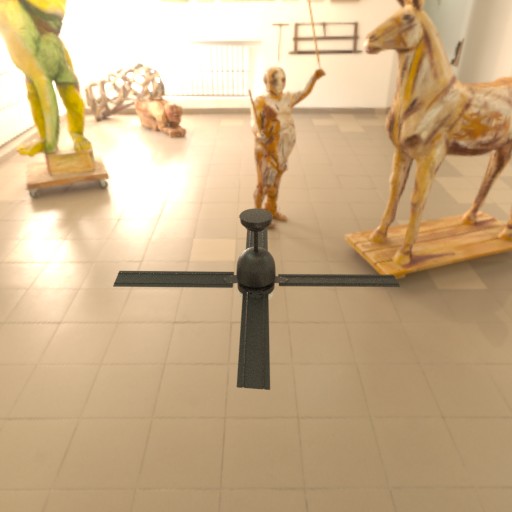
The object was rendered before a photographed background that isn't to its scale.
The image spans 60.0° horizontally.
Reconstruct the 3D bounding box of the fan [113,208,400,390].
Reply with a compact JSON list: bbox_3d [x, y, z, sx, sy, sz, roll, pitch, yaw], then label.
[{"bbox_3d":[0.000,0.000,2.014,1.319,0.410,1.319,0,32,-1],"label":"fan"}]
